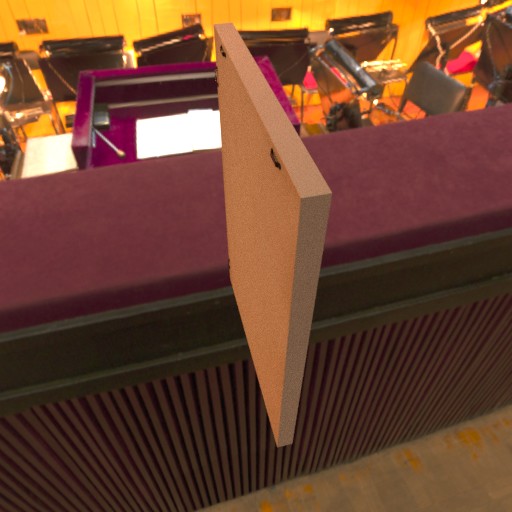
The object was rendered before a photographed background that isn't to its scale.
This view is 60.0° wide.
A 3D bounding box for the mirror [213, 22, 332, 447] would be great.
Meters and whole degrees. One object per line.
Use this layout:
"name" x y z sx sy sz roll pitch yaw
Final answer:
"mirror" 0.000 0.000 0.895 0.040 0.710 0.507 -10 48 -10
